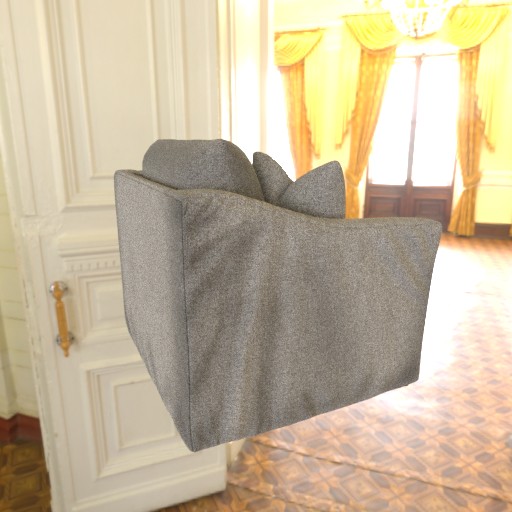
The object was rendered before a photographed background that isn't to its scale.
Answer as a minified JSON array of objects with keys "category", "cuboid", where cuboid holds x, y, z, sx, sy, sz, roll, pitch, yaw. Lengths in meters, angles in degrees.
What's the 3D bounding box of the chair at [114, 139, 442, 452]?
[{"category":"chair","cuboid":[0.000,0.000,2.060,1.071,1.059,1.194,-7,17,-25]}]
